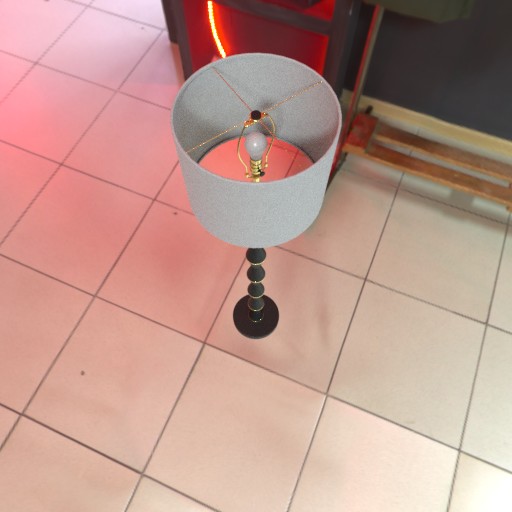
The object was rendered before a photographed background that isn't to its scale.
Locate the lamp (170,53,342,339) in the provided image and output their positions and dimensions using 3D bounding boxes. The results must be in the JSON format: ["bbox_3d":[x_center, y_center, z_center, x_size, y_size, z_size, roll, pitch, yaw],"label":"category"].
[{"bbox_3d":[0.000,0.000,1.651,0.381,1.480,0.381,-32,69,-14],"label":"lamp"}]
